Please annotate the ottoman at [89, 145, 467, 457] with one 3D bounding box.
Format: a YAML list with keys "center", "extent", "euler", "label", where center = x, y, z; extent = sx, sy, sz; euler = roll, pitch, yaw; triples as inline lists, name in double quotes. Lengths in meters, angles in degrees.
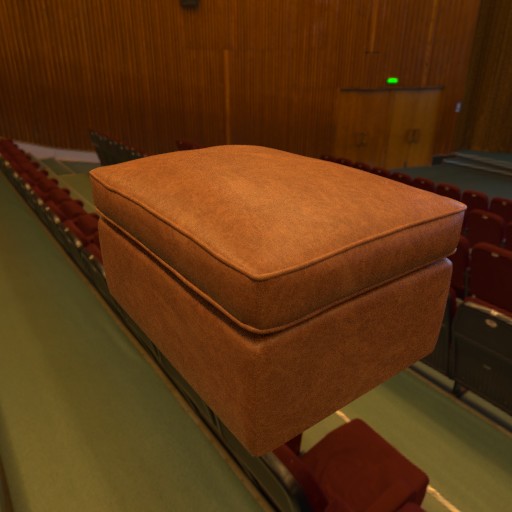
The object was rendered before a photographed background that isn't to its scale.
- center: [0.000, 0.000, 1.094]
  extent: [0.554, 0.468, 0.756]
  euler: [-17, 30, -32]
  label: "ottoman"
